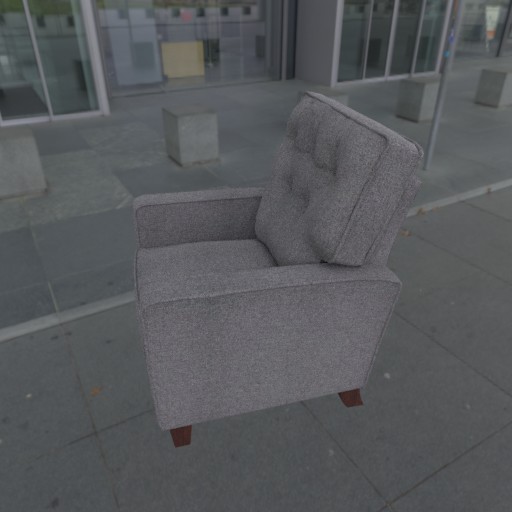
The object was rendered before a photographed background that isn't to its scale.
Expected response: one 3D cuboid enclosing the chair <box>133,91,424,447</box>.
[{"bbox_3d":[0.000,0.000,1.404,0.775,0.889,0.650,-8,32,-13],"label":"chair"}]
